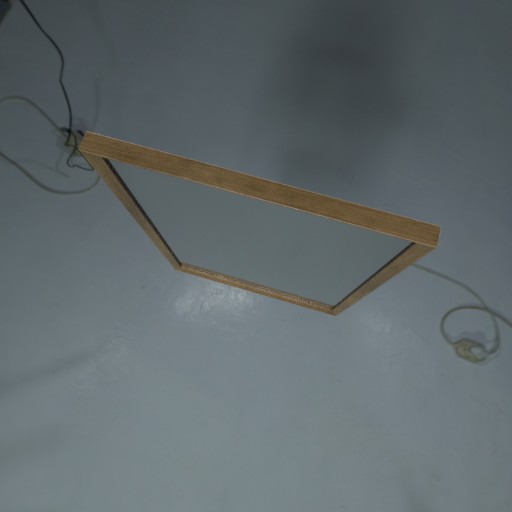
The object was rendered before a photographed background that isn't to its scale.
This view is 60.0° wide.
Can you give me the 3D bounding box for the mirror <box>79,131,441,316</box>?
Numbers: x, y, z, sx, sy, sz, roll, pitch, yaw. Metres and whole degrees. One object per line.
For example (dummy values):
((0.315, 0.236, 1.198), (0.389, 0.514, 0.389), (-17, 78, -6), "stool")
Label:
((0.000, 0.000, 1.169), (0.609, 0.915, 0.041), (16, 76, 4), "mirror")
